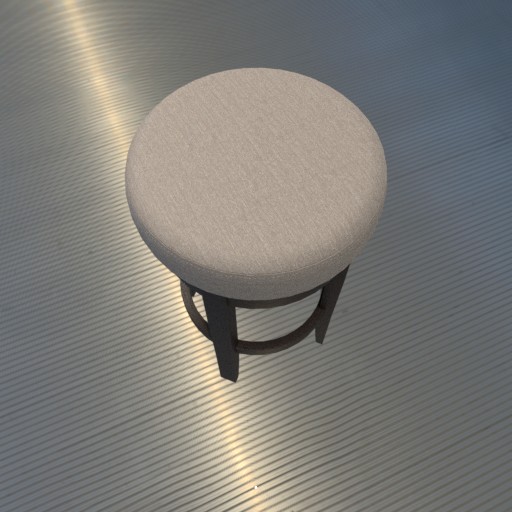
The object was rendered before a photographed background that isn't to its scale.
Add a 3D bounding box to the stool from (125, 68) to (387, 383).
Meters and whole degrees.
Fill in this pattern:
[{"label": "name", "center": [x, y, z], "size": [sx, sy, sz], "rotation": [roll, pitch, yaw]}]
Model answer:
[{"label": "stool", "center": [0.000, 0.000, 1.036], "size": [0.443, 0.757, 0.443], "rotation": [0, 62, 0]}]
